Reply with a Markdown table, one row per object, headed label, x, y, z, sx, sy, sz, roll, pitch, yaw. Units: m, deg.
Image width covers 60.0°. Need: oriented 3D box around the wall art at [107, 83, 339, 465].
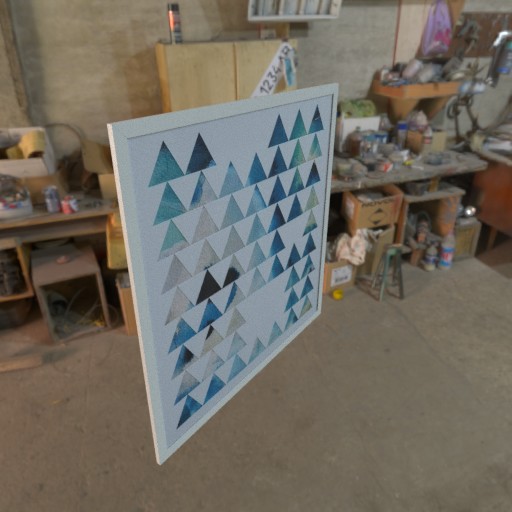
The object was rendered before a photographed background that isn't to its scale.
| label | x | y | z | sx | sy | sz | roll | pitch | yaw |
| --- | --- | --- | --- | --- | --- | --- | --- | --- | --- |
| wall art | 0.000 | 0.000 | 1.194 | 0.012 | 0.809 | 0.809 | 18 | 32 | 32 |
